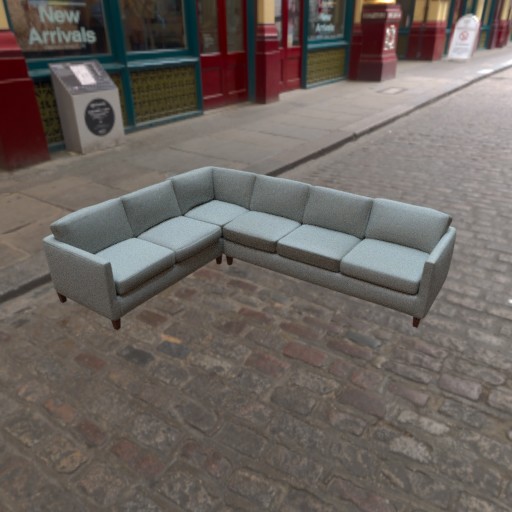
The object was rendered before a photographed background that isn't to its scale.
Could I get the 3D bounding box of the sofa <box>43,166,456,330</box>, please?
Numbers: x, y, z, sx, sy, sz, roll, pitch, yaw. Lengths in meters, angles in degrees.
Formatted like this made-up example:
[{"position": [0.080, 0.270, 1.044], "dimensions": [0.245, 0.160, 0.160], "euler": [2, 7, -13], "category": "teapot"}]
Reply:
[{"position": [0.000, 0.000, 4.489], "dimensions": [3.301, 0.947, 2.592], "euler": [17, 32, 30], "category": "sofa"}]
